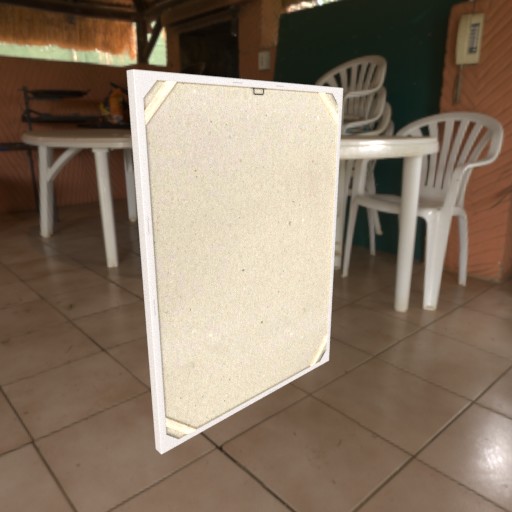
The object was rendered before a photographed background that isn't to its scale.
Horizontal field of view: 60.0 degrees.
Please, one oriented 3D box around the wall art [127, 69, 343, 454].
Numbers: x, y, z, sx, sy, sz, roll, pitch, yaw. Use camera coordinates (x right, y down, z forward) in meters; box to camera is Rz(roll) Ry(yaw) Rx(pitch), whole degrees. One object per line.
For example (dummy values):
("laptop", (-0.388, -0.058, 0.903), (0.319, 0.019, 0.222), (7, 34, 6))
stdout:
("wall art", (0.000, 0.000, 1.643), (0.914, 1.212, 0.038), (-15, 22, -41))
